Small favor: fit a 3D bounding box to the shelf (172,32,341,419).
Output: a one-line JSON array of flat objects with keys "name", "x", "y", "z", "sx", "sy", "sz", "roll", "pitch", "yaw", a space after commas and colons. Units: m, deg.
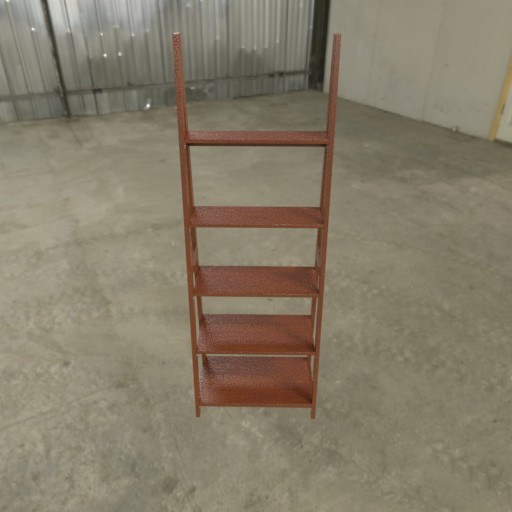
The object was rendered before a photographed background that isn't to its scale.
[{"name": "shelf", "x": 0.000, "y": 0.000, "z": 2.005, "sx": 0.630, "sy": 1.780, "sz": 0.356, "roll": 1, "pitch": 32, "yaw": 1}]
